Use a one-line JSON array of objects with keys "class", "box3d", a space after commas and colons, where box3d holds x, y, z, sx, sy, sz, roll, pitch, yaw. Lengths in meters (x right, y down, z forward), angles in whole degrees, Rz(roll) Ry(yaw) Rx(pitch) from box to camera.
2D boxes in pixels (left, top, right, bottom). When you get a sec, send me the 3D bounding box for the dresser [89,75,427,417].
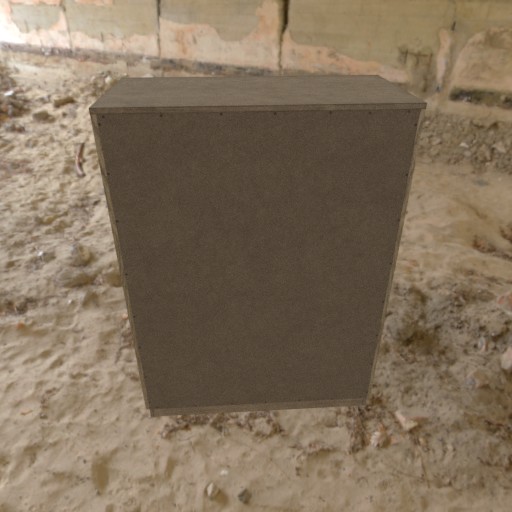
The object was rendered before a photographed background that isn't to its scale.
[{"class": "dresser", "box3d": [0.000, 0.000, 1.802, 0.967, 1.295, 0.483, -2, 31, -3]}]
